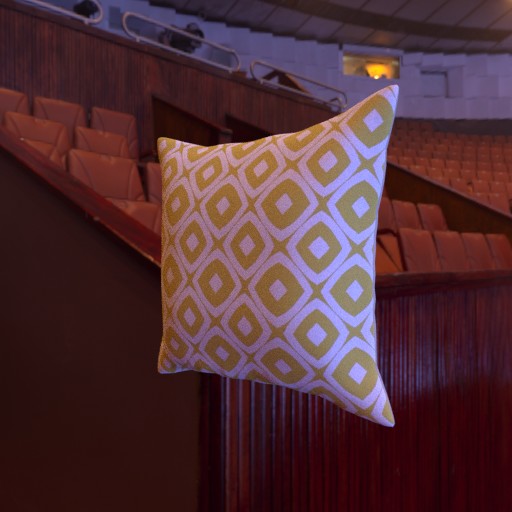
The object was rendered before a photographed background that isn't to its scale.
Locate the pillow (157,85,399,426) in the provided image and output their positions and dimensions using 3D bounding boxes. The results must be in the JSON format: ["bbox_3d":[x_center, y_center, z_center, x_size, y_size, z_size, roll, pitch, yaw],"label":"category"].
[{"bbox_3d":[0.000,0.000,0.785,0.504,0.494,0.188,0,1,36],"label":"pillow"}]
